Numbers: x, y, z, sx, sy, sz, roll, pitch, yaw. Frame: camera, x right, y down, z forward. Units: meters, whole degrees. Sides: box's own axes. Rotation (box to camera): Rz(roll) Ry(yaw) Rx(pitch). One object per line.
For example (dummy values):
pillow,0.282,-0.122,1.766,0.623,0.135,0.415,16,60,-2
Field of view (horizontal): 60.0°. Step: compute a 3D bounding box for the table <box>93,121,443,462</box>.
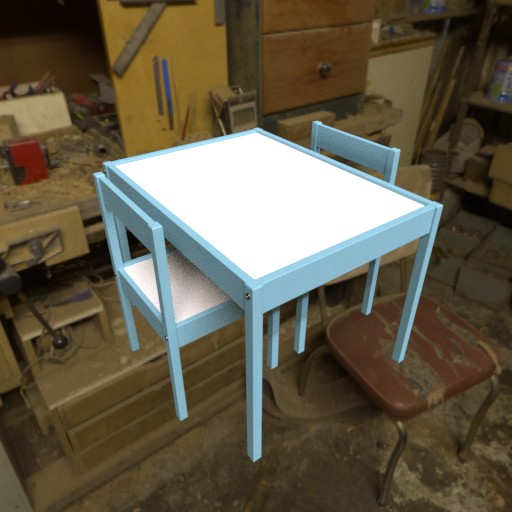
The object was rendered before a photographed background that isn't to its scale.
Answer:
table,0.000,0.000,1.115,0.633,0.503,0.639,-22,39,-30
